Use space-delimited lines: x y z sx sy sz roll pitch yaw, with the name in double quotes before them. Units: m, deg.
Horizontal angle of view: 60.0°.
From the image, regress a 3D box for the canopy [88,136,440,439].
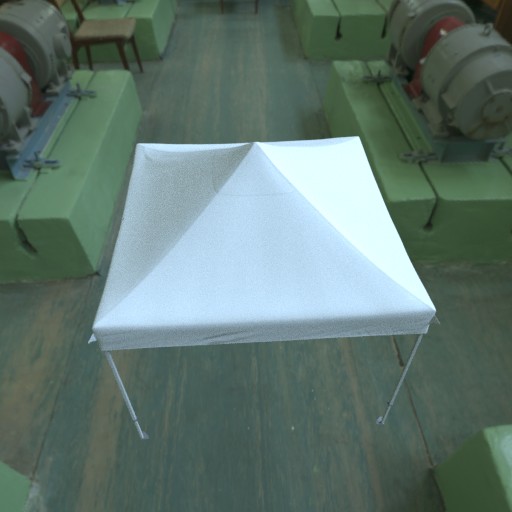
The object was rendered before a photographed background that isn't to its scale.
"canopy" 0.000 0.000 5.210 2.996 2.998 2.994 -3 45 -3
